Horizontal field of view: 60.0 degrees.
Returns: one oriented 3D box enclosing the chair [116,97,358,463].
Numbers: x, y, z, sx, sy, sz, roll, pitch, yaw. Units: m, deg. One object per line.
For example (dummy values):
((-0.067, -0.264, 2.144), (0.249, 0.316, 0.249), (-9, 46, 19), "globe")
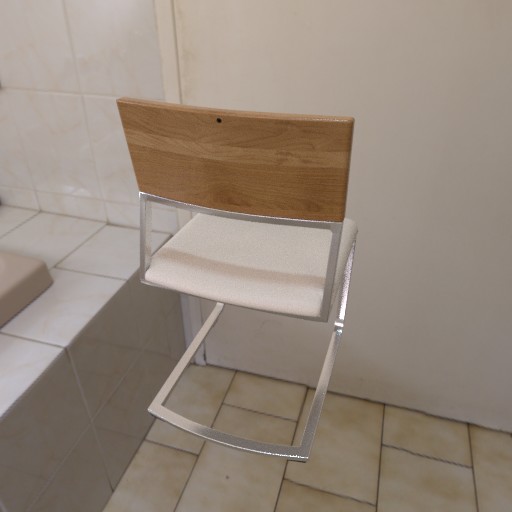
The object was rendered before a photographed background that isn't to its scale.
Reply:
((0.000, 0.000, 1.171), (0.467, 0.844, 0.585), (10, 34, 16), "chair")
